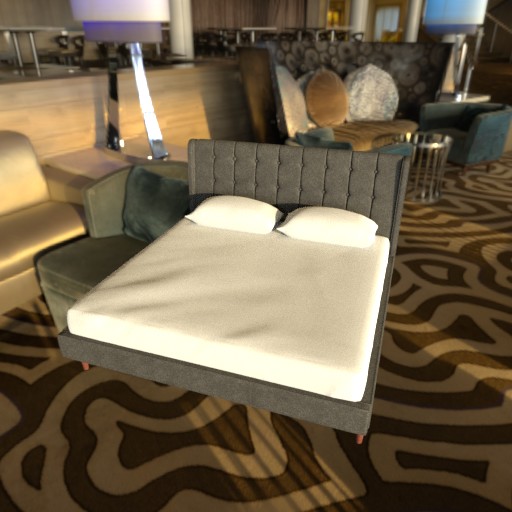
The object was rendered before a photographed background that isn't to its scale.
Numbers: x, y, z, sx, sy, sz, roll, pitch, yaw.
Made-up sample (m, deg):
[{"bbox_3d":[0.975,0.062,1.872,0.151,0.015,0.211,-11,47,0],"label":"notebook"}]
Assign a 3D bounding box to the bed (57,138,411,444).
[{"bbox_3d":[0.000,0.000,2.574,1.531,0.933,1.638,9,28,17],"label":"bed"}]
